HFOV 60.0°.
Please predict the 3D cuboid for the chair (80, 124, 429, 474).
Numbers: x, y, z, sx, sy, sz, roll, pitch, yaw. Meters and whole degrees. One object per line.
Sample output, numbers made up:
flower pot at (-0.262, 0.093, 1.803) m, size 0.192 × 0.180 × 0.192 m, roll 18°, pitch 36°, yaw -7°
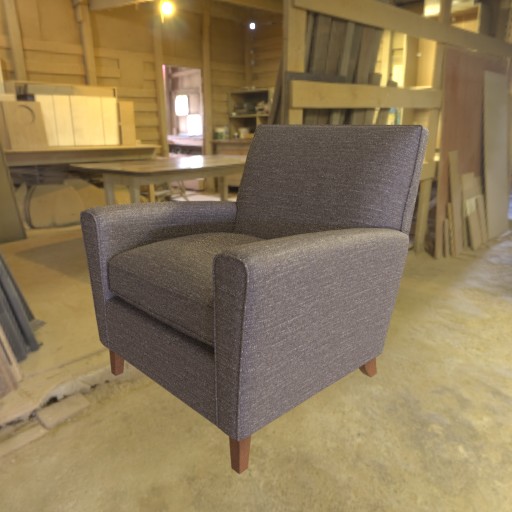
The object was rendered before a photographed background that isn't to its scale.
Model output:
chair at (0.000, 0.000, 1.560) m, size 0.875 × 0.885 × 0.838 m, roll -16°, pitch 23°, yaw -42°
